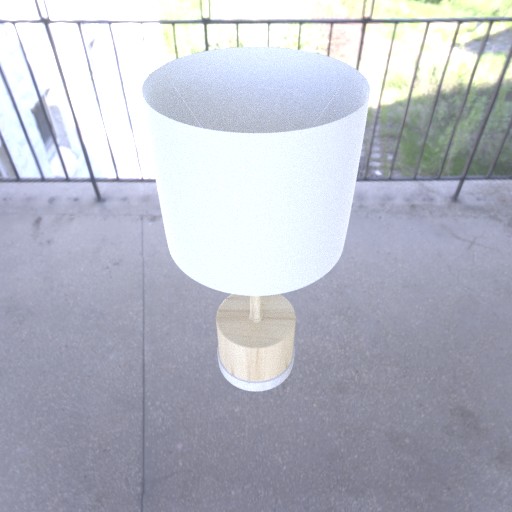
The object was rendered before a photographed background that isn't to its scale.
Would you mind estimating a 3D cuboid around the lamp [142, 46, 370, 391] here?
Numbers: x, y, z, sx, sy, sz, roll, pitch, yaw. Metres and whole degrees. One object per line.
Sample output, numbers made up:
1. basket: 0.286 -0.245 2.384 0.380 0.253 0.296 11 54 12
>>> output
1. lamp: 0.000 0.000 0.603 0.229 0.470 0.229 1 42 1
